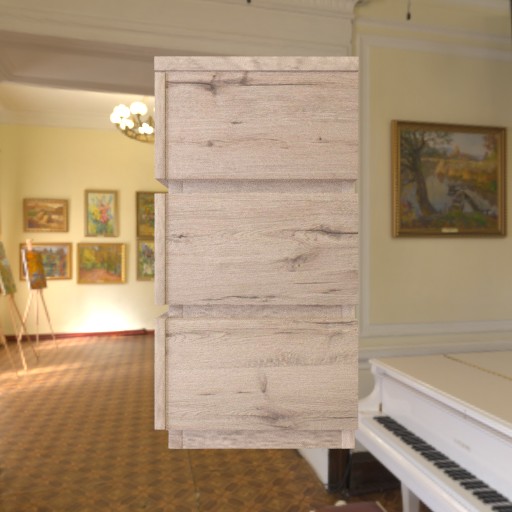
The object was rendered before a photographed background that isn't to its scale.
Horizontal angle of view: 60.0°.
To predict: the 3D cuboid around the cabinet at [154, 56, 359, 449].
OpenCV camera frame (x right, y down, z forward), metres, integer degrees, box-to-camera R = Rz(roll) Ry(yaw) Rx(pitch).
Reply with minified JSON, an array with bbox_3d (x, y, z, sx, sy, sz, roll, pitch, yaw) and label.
[{"bbox_3d":[0.000,0.000,1.430,0.420,0.820,1.040,0,0,0],"label":"cabinet"}]
